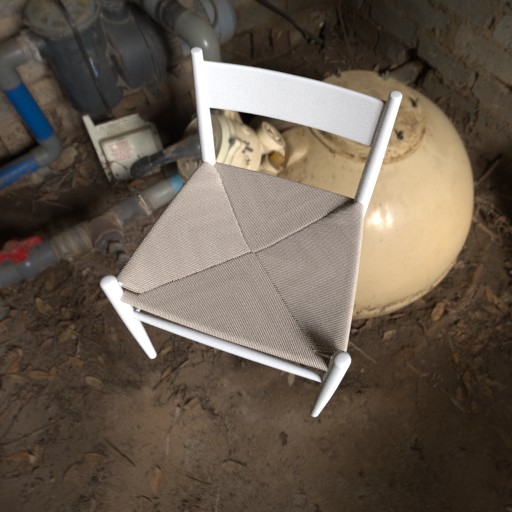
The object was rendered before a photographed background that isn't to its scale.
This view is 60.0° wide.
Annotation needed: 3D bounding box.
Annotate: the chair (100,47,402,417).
[{"bbox_3d":[0.000,0.000,1.118,0.556,0.762,0.495,17,60,10],"label":"chair"}]
